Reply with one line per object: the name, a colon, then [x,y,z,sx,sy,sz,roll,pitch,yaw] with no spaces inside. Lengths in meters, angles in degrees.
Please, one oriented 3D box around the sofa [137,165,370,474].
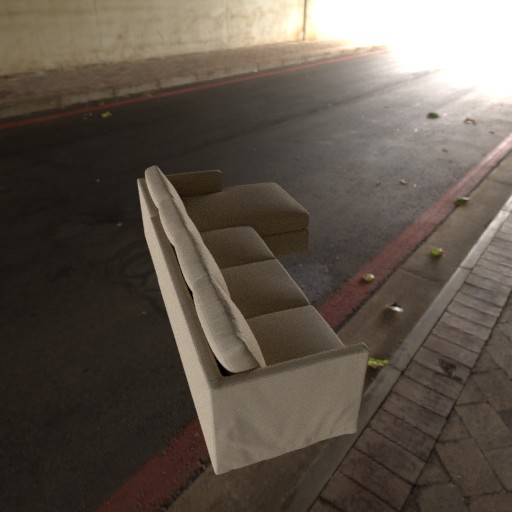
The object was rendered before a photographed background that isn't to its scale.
sofa: [0.000,0.000,3.849,1.622,0.871,3.206,-10,32,-17]
